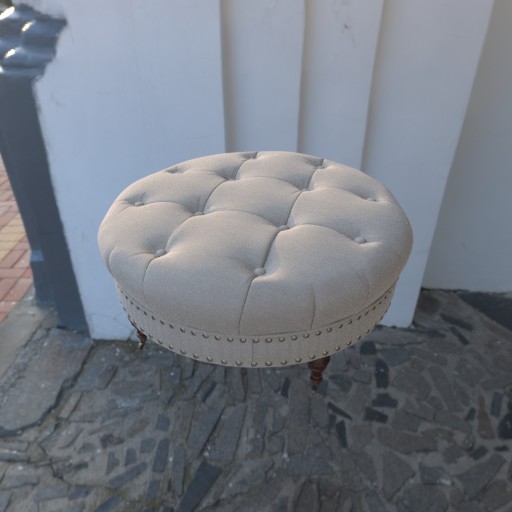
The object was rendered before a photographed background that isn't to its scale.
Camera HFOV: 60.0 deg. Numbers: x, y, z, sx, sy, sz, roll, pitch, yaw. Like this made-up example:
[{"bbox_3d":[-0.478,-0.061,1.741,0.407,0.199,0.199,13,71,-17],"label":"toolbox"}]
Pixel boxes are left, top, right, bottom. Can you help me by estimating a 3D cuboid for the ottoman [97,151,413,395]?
[{"bbox_3d":[0.000,0.000,1.382,0.901,0.439,0.901,0,33,0],"label":"ottoman"}]
